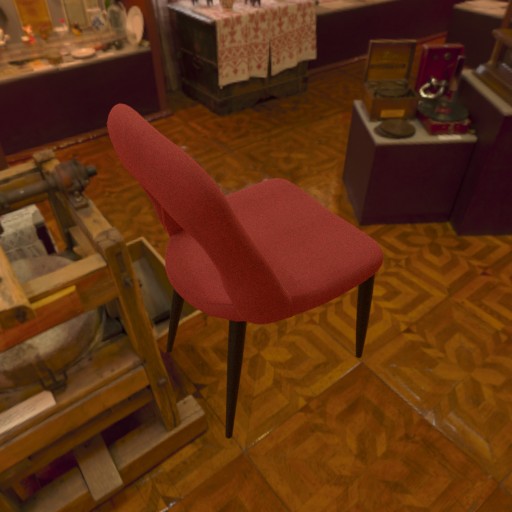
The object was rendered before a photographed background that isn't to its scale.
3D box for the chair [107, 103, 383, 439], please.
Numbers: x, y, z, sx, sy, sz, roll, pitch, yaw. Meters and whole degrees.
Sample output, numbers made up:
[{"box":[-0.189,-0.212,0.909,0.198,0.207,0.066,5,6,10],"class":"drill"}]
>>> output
[{"box":[0.000,0.000,1.198,0.569,0.892,0.483,-25,47,-26],"class":"chair"}]
